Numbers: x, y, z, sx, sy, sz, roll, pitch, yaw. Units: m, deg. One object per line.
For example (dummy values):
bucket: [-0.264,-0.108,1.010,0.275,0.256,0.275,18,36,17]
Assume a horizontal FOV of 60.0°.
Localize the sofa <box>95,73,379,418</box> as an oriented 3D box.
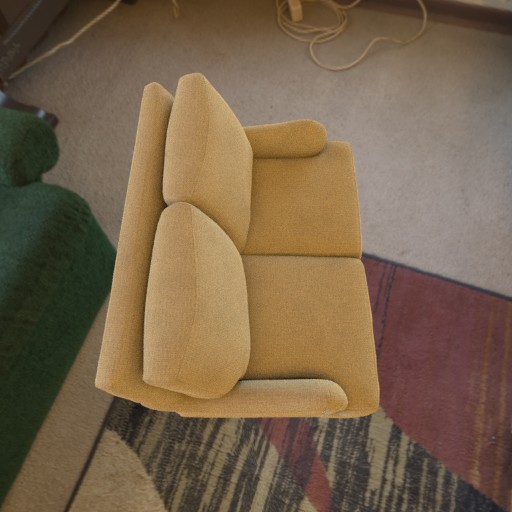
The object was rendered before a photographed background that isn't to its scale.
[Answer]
sofa: [0.000,0.000,2.164,1.087,0.999,1.480,0,64,0]
